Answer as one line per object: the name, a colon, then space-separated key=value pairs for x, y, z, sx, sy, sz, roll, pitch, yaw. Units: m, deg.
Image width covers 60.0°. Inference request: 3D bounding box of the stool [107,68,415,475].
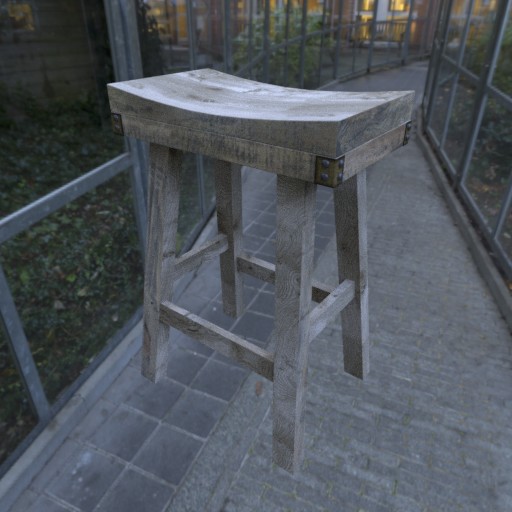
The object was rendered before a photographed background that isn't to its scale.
stool: x=0.000 y=0.000 z=0.881 sx=0.450 sy=0.635 sz=0.330 roll=21 pitch=36 yaw=31
